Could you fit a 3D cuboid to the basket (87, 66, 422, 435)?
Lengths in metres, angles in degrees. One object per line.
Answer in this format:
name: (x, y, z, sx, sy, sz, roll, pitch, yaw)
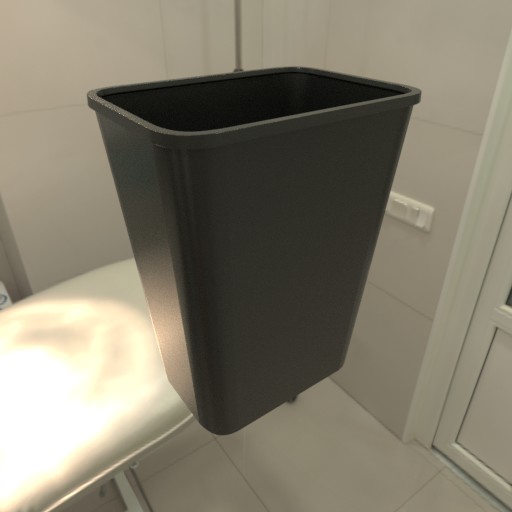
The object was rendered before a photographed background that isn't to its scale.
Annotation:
basket: (0.000, 0.000, 0.730, 0.394, 0.521, 0.287, -21, 37, -30)
